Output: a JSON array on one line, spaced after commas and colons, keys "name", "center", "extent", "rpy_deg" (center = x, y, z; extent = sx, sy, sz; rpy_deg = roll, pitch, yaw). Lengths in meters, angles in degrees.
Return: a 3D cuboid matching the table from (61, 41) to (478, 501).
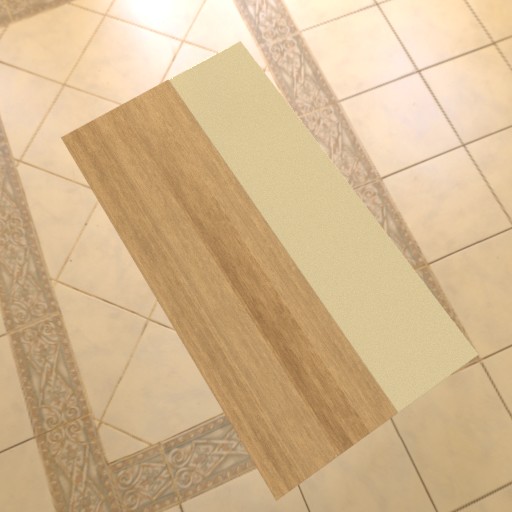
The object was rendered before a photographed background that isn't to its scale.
[{"name": "table", "center": [0.000, 0.000, 1.341], "extent": [0.600, 0.350, 1.100], "rpy_deg": [-32, 77, -8]}]
